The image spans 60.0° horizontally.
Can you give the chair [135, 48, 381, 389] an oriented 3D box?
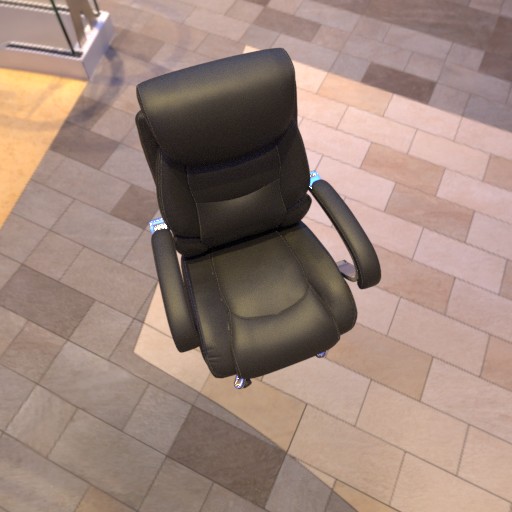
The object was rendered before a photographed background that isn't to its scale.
[{"bbox_3d":[0.000,0.000,1.692,0.755,1.183,0.790,-18,64,-9],"label":"chair"}]
